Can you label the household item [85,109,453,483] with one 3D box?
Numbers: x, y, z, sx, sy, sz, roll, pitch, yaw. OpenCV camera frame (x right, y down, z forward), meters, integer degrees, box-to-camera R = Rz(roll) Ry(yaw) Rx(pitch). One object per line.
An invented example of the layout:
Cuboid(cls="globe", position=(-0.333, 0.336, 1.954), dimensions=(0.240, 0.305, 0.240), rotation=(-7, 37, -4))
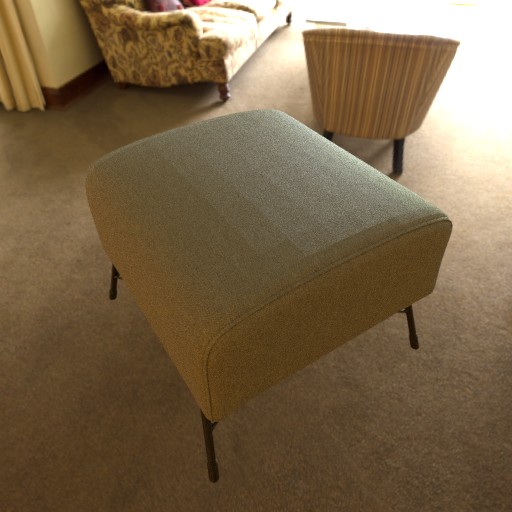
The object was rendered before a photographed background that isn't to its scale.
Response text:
Cuboid(cls="household item", position=(0.000, 0.000, 0.904), dimensions=(0.530, 0.410, 0.530), rotation=(-24, 47, -24))
